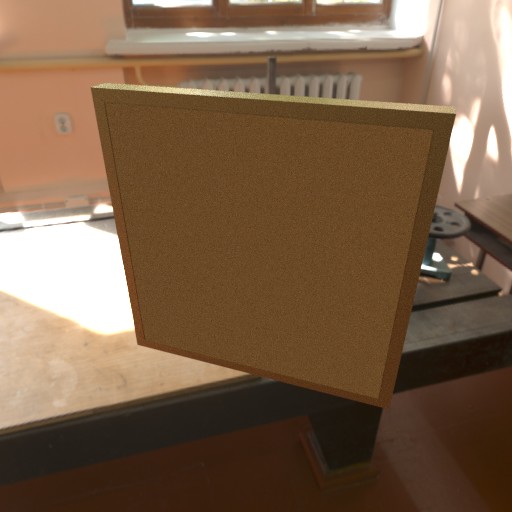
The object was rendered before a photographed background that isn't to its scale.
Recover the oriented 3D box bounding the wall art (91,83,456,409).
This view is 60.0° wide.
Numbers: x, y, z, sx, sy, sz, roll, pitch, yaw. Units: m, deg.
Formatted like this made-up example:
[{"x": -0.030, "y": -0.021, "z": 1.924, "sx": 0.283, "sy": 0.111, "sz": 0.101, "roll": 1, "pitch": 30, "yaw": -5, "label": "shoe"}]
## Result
[{"x": 0.000, "y": 0.000, "z": 1.857, "sx": 1.284, "sy": 1.284, "sz": 0.095, "roll": 10, "pitch": 32, "yaw": 16, "label": "wall art"}]
